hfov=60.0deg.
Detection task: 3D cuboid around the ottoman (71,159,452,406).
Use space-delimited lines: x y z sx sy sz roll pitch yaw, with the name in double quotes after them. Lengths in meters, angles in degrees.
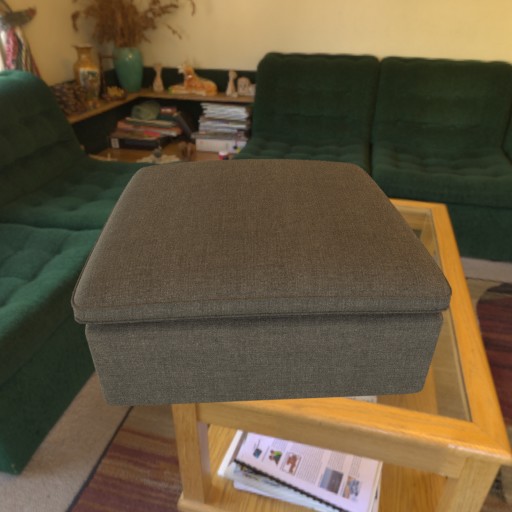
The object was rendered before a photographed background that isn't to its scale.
0.000 0.000 1.720 1.067 0.559 1.067 -2 31 -3 "ottoman"
